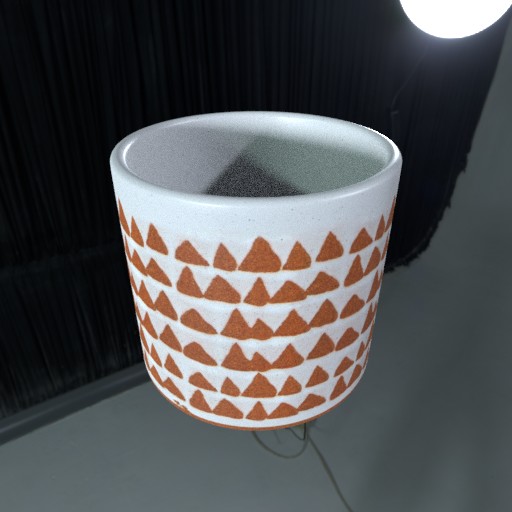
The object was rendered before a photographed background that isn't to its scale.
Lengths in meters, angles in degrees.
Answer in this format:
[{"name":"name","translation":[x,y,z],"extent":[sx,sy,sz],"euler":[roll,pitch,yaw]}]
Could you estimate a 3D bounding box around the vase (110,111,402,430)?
[{"name":"vase","translation":[0.000,0.000,0.247],"extent":[0.137,0.127,0.137],"euler":[0,31,0]}]
